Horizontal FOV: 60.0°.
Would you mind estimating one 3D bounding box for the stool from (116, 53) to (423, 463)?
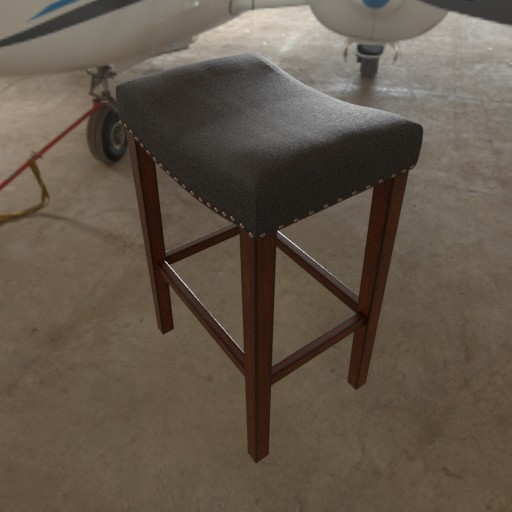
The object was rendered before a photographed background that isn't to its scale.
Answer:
[{"bbox_3d":[0.000,0.000,1.020,0.366,0.748,0.502,-26,47,-26],"label":"stool"}]
